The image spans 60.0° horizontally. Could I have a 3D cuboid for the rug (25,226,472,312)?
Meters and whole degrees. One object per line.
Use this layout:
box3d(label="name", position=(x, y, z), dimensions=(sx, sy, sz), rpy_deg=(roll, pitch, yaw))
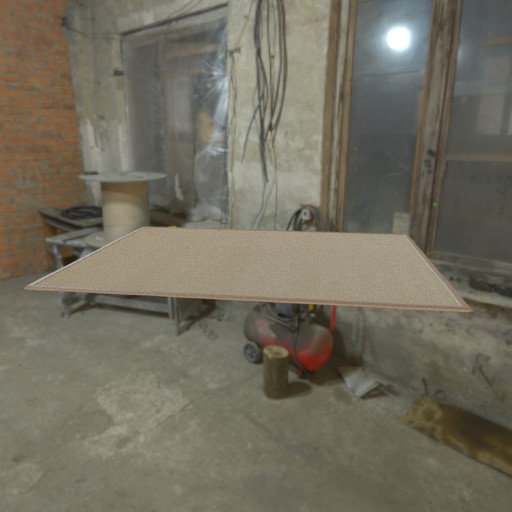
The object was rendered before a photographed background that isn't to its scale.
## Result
box3d(label="rug", position=(0.000, 0.000, 2.734), dimensions=(2.081, 0.020, 1.525), rpy_deg=(2, 15, 8))
